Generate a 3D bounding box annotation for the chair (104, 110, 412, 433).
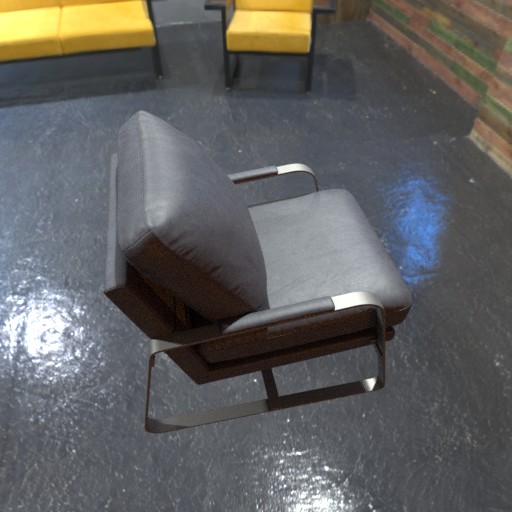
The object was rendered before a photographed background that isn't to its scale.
[{"bbox_3d":[0.000,0.000,1.477,0.878,0.839,0.692,-8,46,-8],"label":"chair"}]
